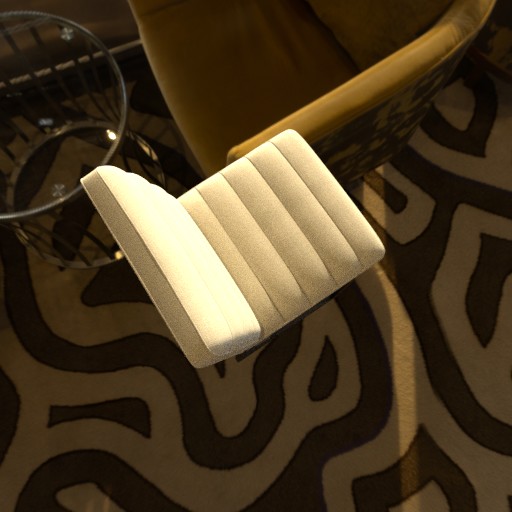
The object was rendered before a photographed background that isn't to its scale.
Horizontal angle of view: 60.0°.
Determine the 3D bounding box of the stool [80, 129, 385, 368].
[{"bbox_3d":[0.000,0.000,1.363,0.560,1.040,0.460,-33,78,-8],"label":"stool"}]
